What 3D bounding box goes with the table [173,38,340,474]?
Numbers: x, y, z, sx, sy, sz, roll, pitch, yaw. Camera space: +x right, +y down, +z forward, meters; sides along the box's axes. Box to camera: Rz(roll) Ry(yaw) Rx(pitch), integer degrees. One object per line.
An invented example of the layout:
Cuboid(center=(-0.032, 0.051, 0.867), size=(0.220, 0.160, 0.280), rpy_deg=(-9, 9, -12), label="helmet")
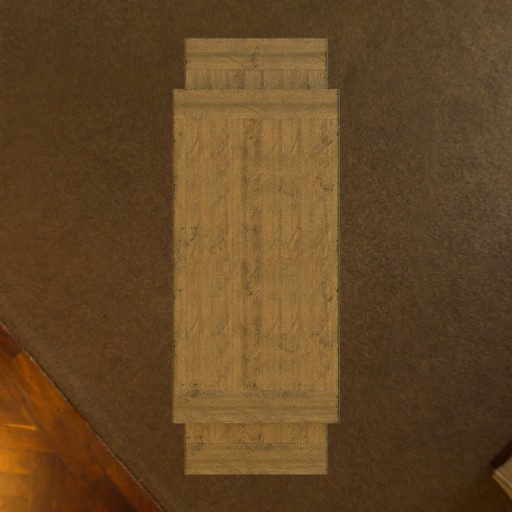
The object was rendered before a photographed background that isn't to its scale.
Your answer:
Cuboid(center=(0.000, 0.000, 1.496), size=(0.489, 0.427, 1.312), rpy_deg=(0, 90, 0), label="table")
